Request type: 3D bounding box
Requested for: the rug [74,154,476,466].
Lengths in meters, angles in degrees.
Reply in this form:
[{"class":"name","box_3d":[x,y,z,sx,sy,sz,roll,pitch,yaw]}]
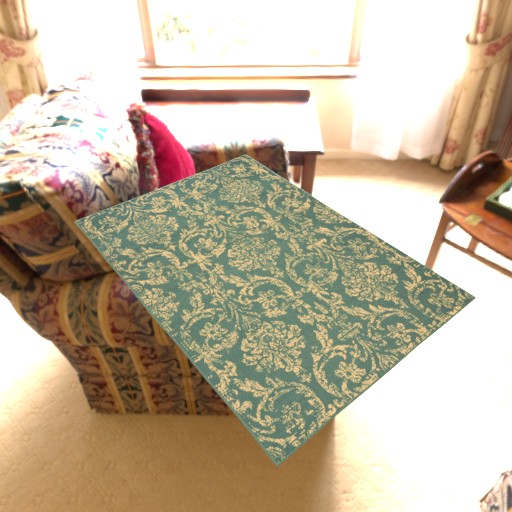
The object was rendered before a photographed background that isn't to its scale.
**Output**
[{"class":"rug","box_3d":[0.000,0.000,2.882,1.554,0.012,2.205,-28,49,-28]}]
